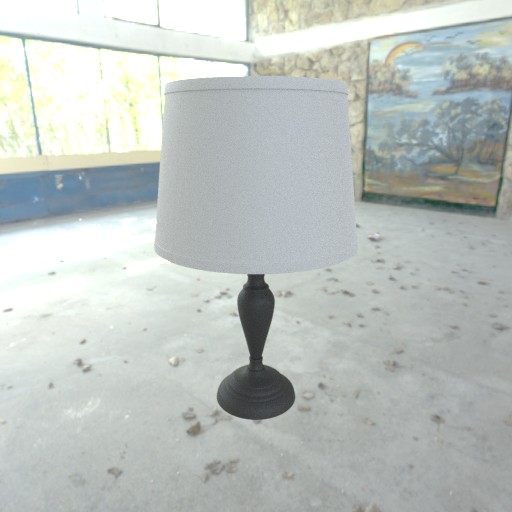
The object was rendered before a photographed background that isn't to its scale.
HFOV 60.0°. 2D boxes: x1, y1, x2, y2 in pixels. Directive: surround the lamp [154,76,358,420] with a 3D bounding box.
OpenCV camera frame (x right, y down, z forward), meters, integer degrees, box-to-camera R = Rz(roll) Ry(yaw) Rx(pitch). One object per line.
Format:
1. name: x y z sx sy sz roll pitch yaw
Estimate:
1. lamp: 0.000 0.000 0.696 0.310 0.501 0.310 0 16 0
